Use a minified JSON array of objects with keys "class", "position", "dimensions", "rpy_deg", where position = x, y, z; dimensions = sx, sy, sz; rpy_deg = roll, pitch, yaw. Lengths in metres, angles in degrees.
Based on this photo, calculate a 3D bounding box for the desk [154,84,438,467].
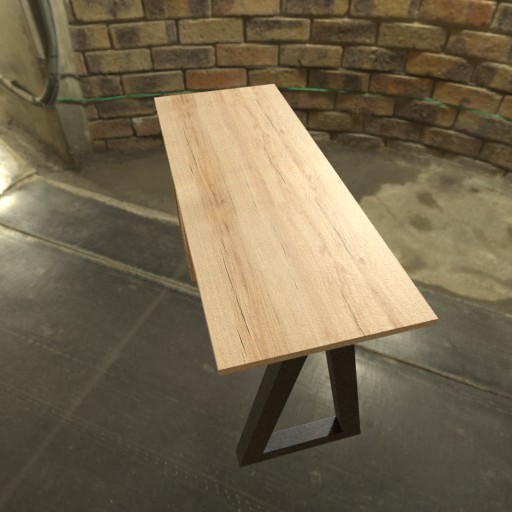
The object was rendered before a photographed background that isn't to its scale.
[{"class":"desk","position":[0.000,0.000,1.783],"dimensions":[0.550,0.760,1.400],"rpy_deg":[-11,46,-11]}]
